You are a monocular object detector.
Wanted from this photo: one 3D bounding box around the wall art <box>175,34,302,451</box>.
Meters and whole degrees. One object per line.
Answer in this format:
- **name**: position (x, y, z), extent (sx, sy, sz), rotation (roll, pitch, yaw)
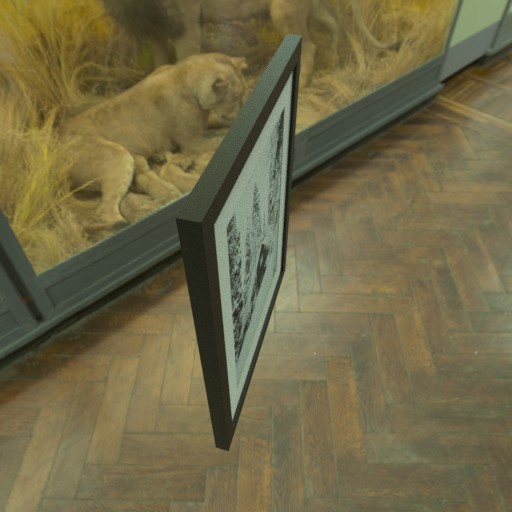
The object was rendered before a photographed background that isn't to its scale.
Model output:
- **wall art**: position (0.000, 0.000, 0.537), extent (0.018, 0.397, 0.325), rotation (11, 48, 11)
